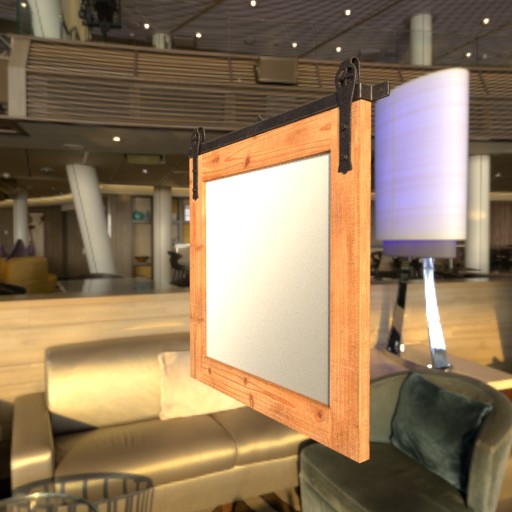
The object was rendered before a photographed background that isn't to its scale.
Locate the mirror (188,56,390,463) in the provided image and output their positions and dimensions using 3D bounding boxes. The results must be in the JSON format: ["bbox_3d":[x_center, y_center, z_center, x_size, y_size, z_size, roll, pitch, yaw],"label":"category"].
[{"bbox_3d":[0.000,0.000,1.167,0.054,0.800,0.805,-1,1,-36],"label":"mirror"}]
